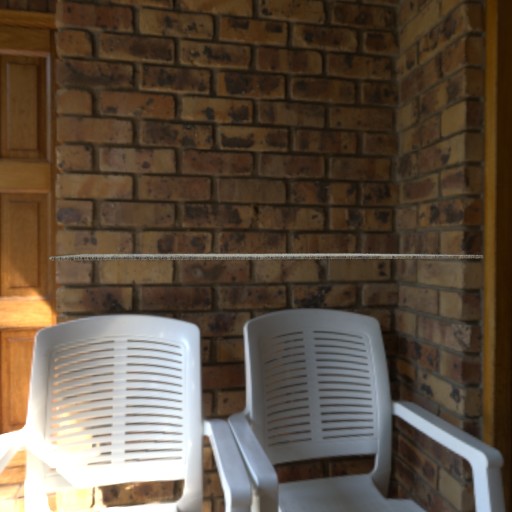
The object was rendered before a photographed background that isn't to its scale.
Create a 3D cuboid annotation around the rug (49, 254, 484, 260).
[{"bbox_3d":[0.000,0.000,2.381,1.846,0.014,1.243,0,1,-16],"label":"rug"}]
